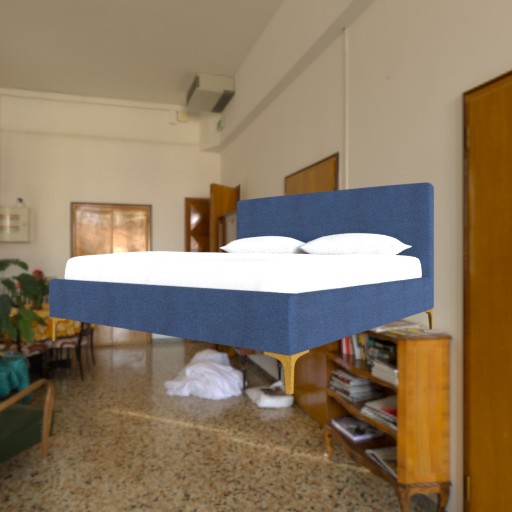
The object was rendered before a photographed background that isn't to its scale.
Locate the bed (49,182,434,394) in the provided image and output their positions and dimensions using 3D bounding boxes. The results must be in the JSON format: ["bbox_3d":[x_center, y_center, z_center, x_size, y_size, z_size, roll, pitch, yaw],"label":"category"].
[{"bbox_3d":[0.000,0.000,3.468,2.096,1.231,2.232,0,0,37],"label":"bed"}]
